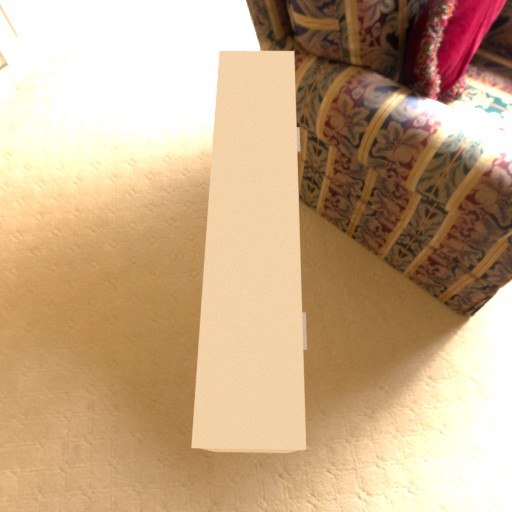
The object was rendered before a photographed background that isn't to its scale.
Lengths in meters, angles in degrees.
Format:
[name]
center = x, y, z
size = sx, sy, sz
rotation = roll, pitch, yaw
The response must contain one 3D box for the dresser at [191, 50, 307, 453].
[dresser]
center = 0.000, 0.000, 1.900
size = 0.333, 0.790, 1.535
rotation = 1, 65, 0
